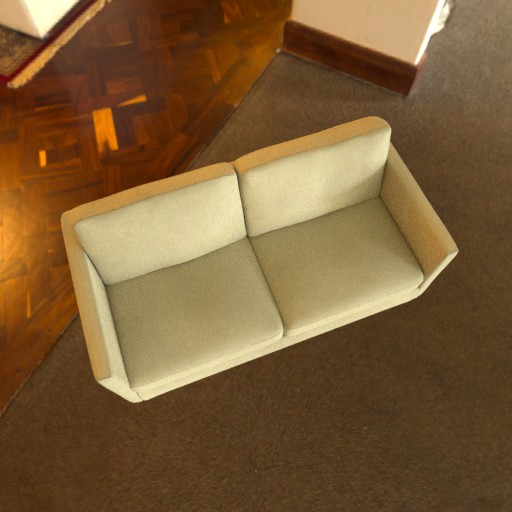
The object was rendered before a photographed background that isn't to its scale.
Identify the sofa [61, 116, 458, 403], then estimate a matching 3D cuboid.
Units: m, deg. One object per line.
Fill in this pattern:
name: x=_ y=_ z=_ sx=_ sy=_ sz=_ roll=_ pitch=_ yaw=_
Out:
sofa: x=0.000 y=0.000 z=2.465 sx=1.846 sy=0.940 sz=0.950 roll=-19 pitch=66 yaw=-9
